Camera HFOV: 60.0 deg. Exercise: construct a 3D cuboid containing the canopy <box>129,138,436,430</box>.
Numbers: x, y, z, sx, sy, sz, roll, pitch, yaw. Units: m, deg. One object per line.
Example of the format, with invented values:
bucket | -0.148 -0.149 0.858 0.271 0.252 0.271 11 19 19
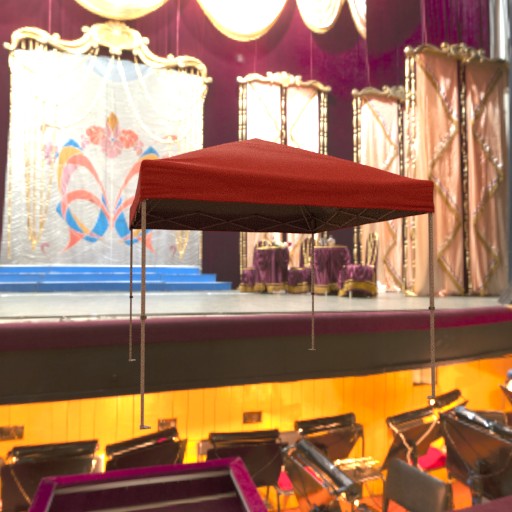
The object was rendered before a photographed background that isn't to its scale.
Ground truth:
canopy | 0.000 0.000 5.578 2.998 2.997 2.996 1 -2 -18
